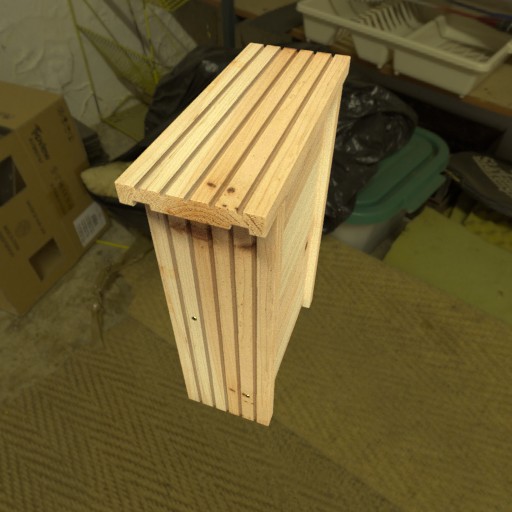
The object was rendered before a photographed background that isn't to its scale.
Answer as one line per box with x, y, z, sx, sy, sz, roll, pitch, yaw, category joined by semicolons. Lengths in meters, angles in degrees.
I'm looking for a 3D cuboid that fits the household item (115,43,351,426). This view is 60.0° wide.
0.000;0.000;0.568;0.123;0.407;0.301;14;47;14;household item
